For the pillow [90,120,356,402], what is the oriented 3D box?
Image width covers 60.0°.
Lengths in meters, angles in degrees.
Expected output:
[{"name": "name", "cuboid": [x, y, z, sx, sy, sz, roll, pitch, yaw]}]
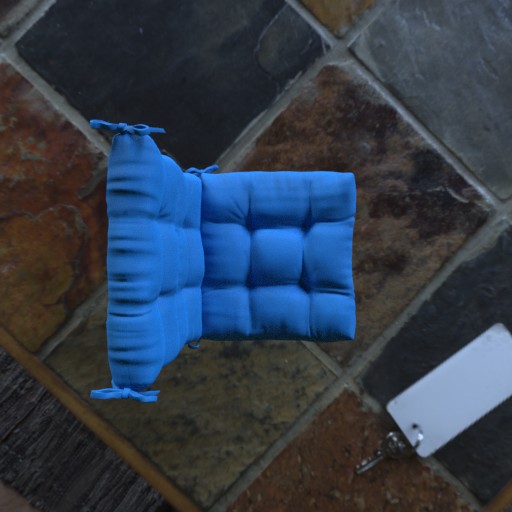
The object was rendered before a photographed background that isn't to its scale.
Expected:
[{"name": "pillow", "cuboid": [0.000, 0.000, 1.029, 0.571, 0.605, 0.519, 0, 90, 0]}]
